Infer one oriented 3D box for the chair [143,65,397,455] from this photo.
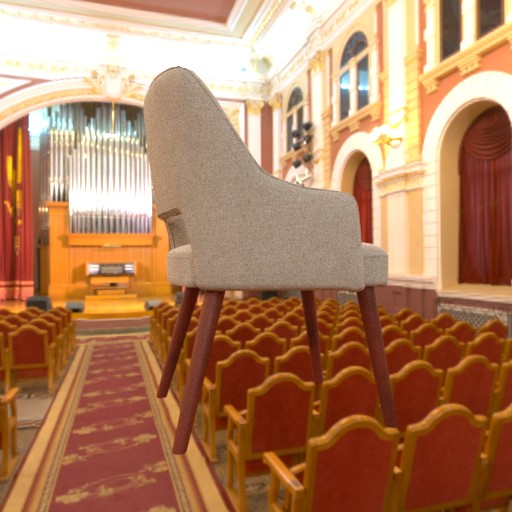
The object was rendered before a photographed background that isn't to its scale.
[{"bbox_3d":[0.000,0.000,1.223,0.605,0.849,0.548,0,-1,-17],"label":"chair"}]
